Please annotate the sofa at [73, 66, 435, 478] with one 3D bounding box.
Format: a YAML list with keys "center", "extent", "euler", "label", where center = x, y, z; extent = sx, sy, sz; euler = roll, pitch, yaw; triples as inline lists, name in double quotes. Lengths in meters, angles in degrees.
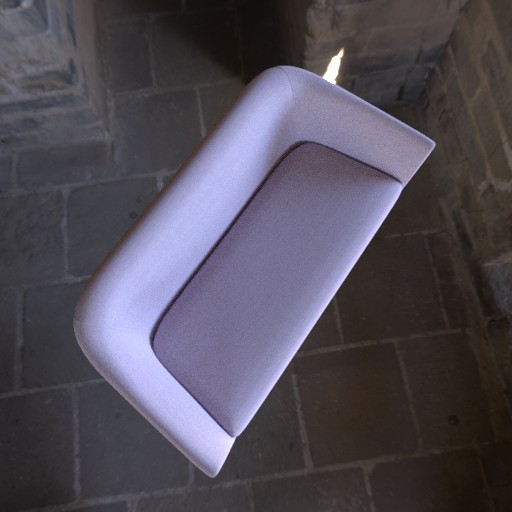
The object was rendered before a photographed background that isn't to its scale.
- center: [0.000, 0.000, 1.814]
  extent: [0.705, 0.721, 1.452]
  euler: [34, 78, 9]
  label: "sofa"
